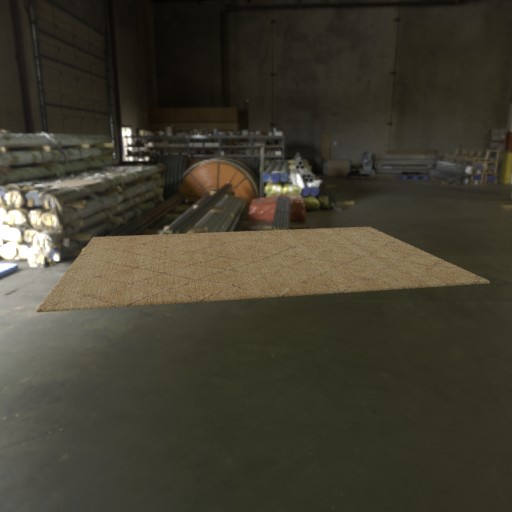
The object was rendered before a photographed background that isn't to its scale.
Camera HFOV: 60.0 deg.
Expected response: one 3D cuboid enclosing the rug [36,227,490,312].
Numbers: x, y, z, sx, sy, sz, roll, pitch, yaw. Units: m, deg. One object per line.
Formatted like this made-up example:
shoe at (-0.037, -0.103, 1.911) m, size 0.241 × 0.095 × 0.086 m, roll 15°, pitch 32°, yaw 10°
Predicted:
rug at (0.000, 0.000, 2.919) m, size 2.292 × 0.014 × 1.528 m, roll -3°, pitch 15°, yaw -10°
